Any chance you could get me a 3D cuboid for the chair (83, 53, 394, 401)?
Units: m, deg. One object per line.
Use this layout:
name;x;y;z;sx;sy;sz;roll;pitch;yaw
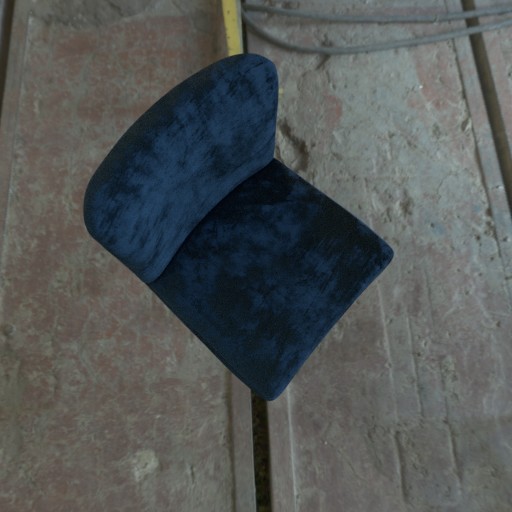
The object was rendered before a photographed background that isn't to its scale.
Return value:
chair;0.000;0.000;1.182;0.560;0.824;0.530;40;78;11
